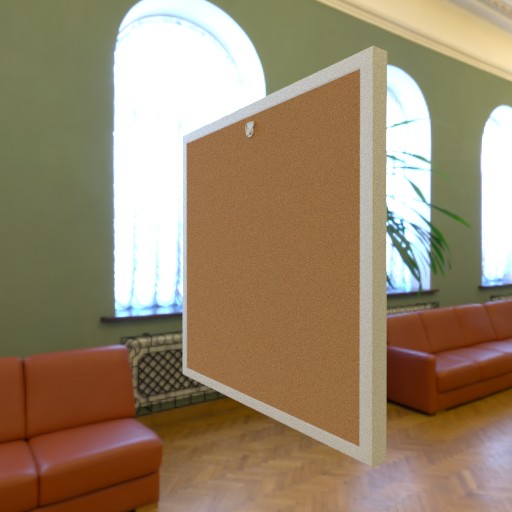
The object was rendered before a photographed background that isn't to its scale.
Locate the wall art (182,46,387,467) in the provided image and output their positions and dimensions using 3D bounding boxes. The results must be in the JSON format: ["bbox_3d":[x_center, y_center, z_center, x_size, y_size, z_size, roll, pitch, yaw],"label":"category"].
[{"bbox_3d":[0.000,0.000,1.116,0.050,0.762,0.761,0,1,-36],"label":"wall art"}]
